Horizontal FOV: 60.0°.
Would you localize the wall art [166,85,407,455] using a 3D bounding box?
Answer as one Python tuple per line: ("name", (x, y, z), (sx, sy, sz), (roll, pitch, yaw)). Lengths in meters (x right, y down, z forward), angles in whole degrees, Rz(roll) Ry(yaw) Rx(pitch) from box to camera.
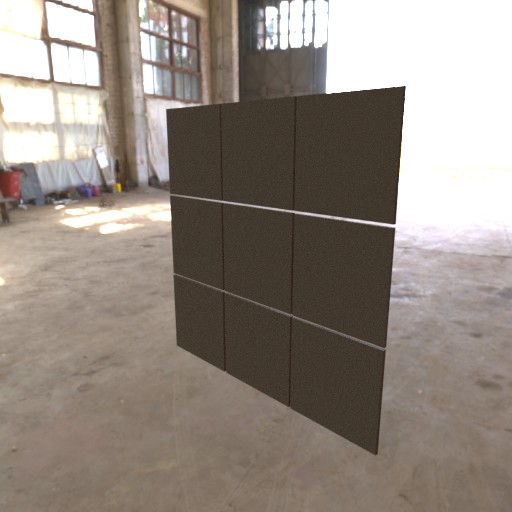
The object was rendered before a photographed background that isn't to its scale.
("wall art", (0.000, 0.000, 1.827), (0.013, 1.216, 1.216), (-13, 19, -42))
